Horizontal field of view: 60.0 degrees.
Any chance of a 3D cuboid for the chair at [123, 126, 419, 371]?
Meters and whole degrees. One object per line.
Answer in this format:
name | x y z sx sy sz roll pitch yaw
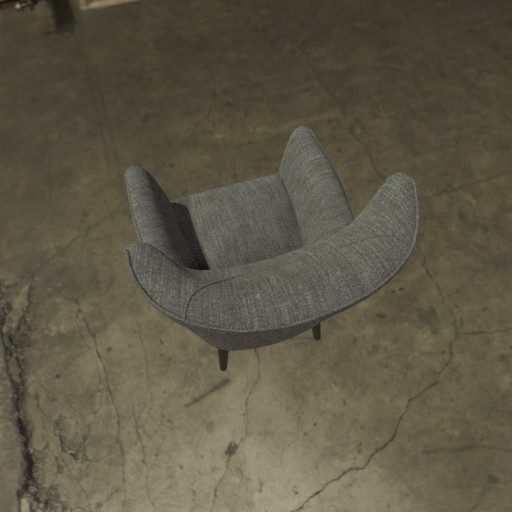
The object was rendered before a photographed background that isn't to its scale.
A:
chair | 0.000 0.000 1.596 0.781 0.933 0.888 -16 59 -10
